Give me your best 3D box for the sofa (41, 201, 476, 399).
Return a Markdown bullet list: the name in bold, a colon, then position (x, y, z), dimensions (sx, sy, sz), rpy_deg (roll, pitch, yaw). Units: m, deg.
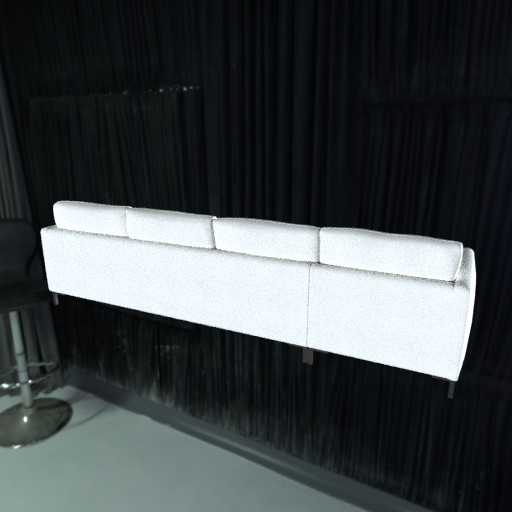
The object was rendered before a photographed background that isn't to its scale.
- **sofa**: position (0.000, 0.000, 3.575), dimensions (3.186, 0.875, 1.467), rpy_deg (8, 18, 24)
